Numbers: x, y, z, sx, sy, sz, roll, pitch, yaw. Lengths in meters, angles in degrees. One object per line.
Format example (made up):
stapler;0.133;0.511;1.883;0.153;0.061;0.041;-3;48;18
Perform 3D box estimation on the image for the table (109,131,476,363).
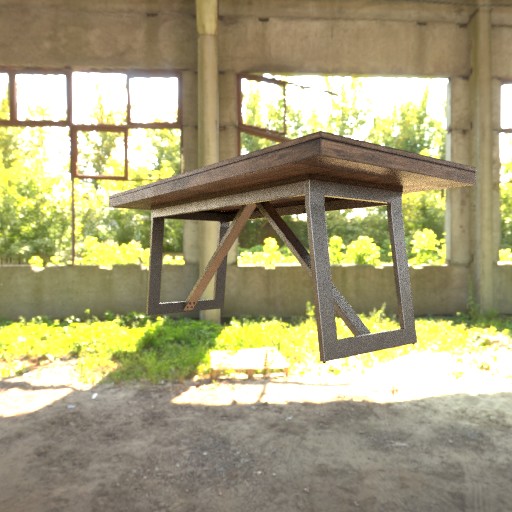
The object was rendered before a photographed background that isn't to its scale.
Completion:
table;0.000;0.000;2.349;0.931;0.757;1.867;0;0;-37
